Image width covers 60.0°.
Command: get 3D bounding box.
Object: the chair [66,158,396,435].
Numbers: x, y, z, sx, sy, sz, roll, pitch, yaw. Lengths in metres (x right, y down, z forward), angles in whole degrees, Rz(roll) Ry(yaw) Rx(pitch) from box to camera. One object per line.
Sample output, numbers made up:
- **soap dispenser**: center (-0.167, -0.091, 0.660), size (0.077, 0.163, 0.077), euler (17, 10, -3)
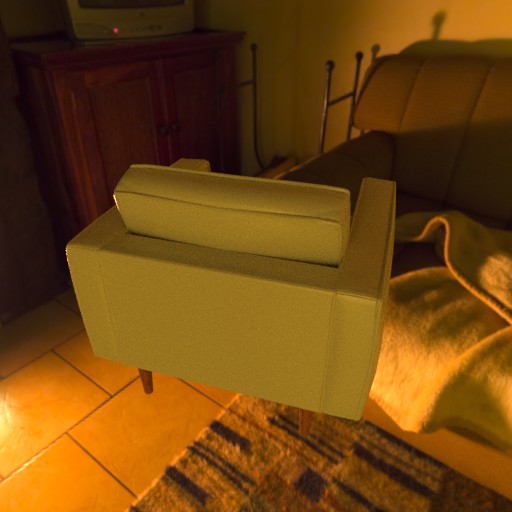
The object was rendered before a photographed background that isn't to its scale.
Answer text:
- **chair**: center (0.000, 0.000, 1.579), size (0.928, 0.773, 0.843), euler (9, 33, 15)
